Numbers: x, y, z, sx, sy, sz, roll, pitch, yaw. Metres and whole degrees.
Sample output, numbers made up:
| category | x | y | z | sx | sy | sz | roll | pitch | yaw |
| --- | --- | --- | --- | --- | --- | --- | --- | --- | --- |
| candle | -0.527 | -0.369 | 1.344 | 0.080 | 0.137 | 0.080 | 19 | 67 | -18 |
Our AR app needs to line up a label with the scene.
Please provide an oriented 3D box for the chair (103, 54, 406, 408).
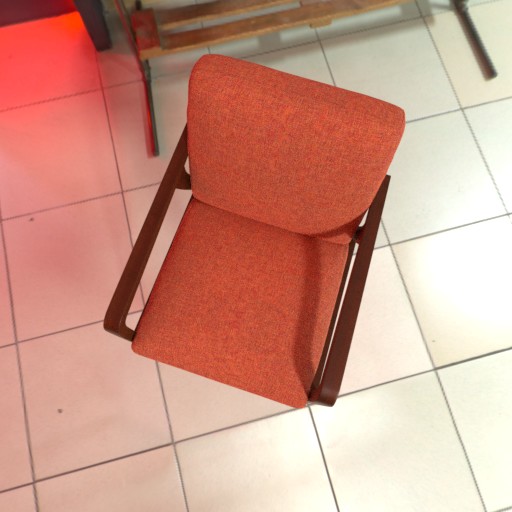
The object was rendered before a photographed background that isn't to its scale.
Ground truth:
| category | x | y | z | sx | sy | sz | roll | pitch | yaw |
| --- | --- | --- | --- | --- | --- | --- | --- | --- | --- |
| chair | 0.000 | 0.000 | 1.496 | 0.719 | 0.890 | 0.860 | 17 | 76 | 4 |
